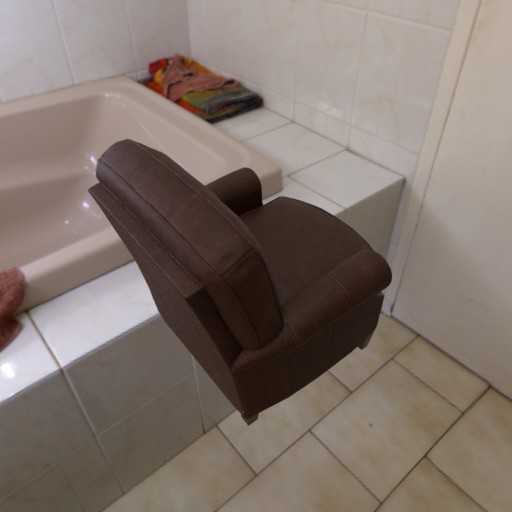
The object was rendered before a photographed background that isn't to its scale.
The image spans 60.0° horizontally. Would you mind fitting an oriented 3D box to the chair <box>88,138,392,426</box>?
[{"bbox_3d":[0.000,0.000,1.811,0.986,1.018,0.936,-27,47,-28],"label":"chair"}]
